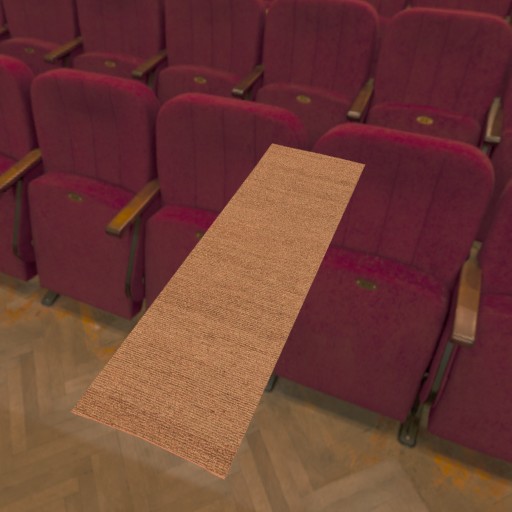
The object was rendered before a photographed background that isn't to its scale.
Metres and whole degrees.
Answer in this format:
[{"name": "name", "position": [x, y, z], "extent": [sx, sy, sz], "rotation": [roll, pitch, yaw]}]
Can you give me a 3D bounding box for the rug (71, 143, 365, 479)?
[{"name": "rug", "position": [0.000, 0.000, 2.605], "extent": [0.741, 0.014, 2.390], "rotation": [17, 48, 16]}]
